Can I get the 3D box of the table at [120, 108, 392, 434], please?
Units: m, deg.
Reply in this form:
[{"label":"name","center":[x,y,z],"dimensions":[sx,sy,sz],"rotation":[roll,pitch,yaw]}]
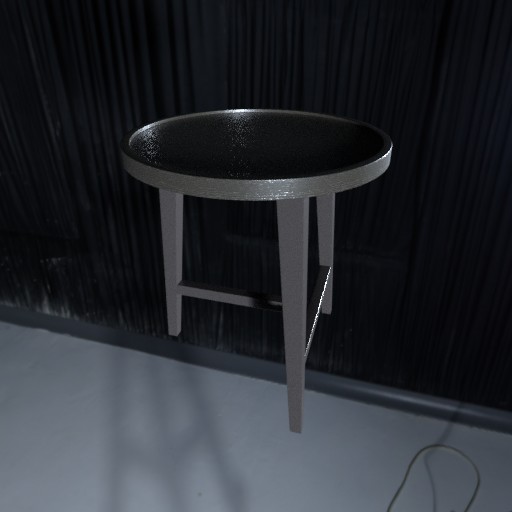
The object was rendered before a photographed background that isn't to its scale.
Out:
[{"label":"table","center":[0.000,0.000,0.973],"dimensions":[0.500,0.531,0.500],"rotation":[0,30,0]}]
